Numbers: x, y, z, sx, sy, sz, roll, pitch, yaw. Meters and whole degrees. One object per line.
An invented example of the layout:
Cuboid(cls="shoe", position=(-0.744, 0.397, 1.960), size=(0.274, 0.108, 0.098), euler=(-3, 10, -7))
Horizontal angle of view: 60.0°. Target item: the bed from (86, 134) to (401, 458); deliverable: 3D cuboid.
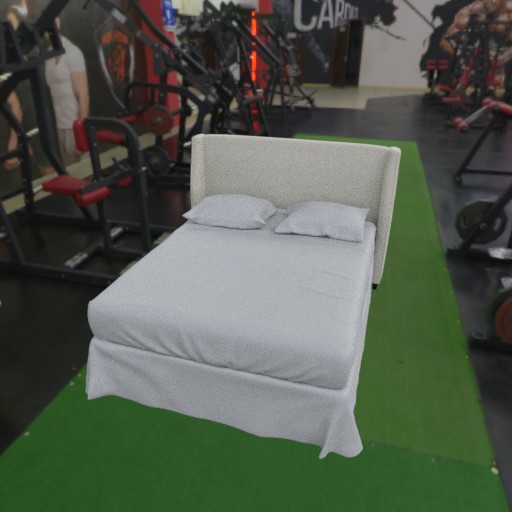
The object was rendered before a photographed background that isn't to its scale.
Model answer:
Cuboid(cls="bed", position=(0.000, 0.000, 3.396), size=(1.925, 1.332, 2.276), euler=(8, 28, 15))
